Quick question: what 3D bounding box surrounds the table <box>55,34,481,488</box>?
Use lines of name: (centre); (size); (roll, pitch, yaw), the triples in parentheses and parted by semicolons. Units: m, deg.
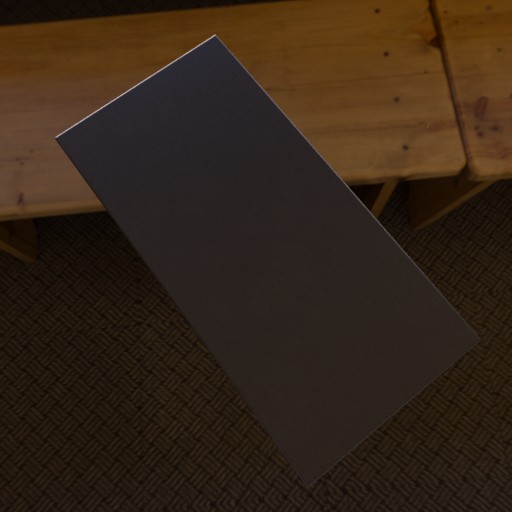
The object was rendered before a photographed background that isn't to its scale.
table: (0.000, 0.000, 1.398); (0.550, 0.510, 1.107); (-37, 79, -8)
